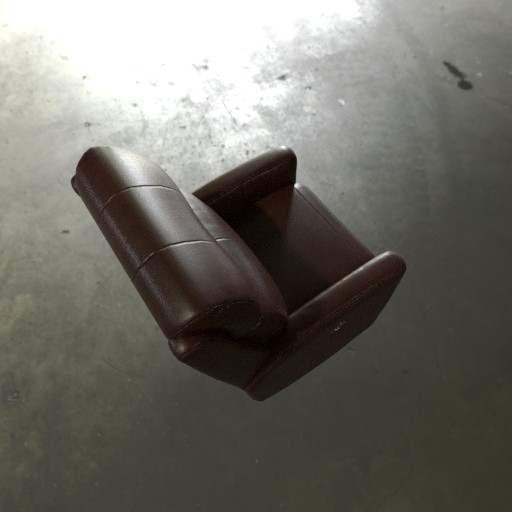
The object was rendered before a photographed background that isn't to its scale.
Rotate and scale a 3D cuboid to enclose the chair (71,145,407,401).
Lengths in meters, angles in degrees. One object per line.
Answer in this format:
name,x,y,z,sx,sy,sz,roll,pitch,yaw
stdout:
chair,0.000,0.000,1.705,0.939,1.016,0.787,-30,62,-18
